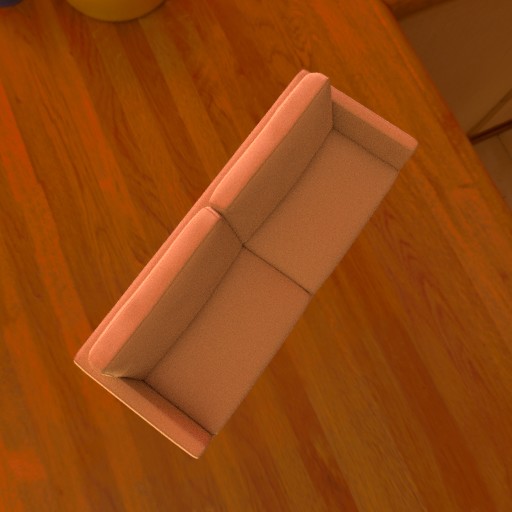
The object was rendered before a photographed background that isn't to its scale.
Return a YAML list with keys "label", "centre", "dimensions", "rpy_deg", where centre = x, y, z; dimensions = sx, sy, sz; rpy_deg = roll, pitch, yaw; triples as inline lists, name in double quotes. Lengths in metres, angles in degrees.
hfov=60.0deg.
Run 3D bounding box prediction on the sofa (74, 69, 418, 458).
- label: "sofa"
  centre: [0.000, 0.000, 2.950]
  dimensions: [0.951, 0.968, 2.361]
  rpy_deg: [35, 80, 7]
